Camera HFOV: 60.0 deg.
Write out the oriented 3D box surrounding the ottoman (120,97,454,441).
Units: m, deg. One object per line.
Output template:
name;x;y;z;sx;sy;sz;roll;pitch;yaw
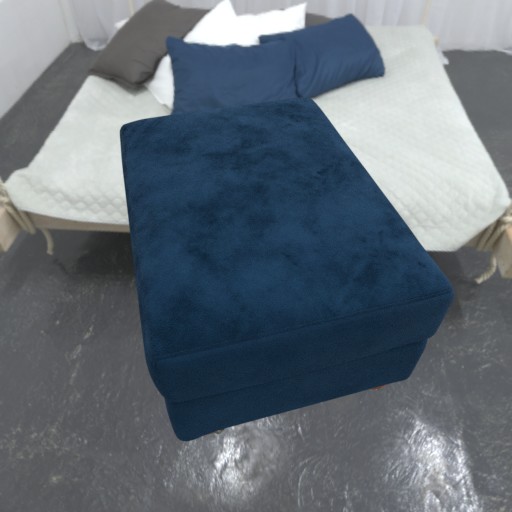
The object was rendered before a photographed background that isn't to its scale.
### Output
ottoman;0.000;0.000;1.133;0.572;0.503;0.773;-11;48;-10
